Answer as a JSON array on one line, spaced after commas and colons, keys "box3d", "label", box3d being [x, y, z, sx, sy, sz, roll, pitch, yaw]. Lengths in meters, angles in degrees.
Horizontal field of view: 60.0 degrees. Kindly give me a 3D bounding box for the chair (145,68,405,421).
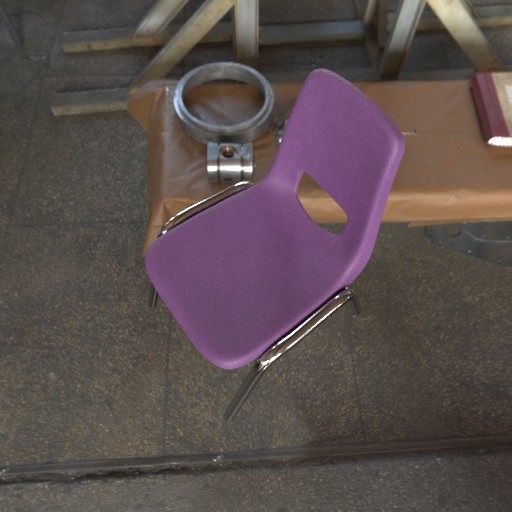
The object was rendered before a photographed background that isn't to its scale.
[{"box3d": [0.000, 0.000, 0.844, 0.419, 0.584, 0.356, -33, 67, -16], "label": "chair"}]
